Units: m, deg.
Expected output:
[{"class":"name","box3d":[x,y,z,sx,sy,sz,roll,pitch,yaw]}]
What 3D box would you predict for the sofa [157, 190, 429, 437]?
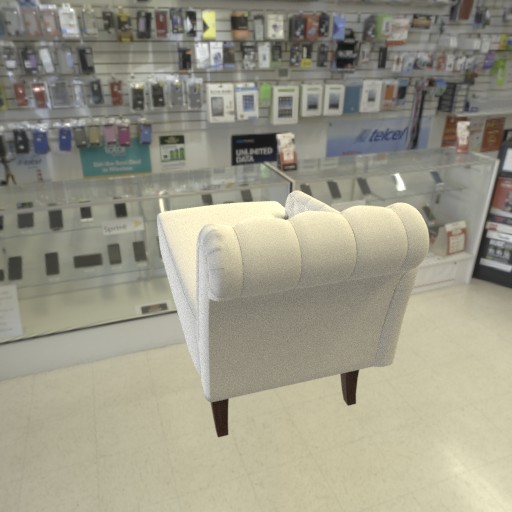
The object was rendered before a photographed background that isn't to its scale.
[{"class":"sofa","box3d":[0.000,0.000,1.818,0.675,0.787,1.379,-8,27,-16]}]
